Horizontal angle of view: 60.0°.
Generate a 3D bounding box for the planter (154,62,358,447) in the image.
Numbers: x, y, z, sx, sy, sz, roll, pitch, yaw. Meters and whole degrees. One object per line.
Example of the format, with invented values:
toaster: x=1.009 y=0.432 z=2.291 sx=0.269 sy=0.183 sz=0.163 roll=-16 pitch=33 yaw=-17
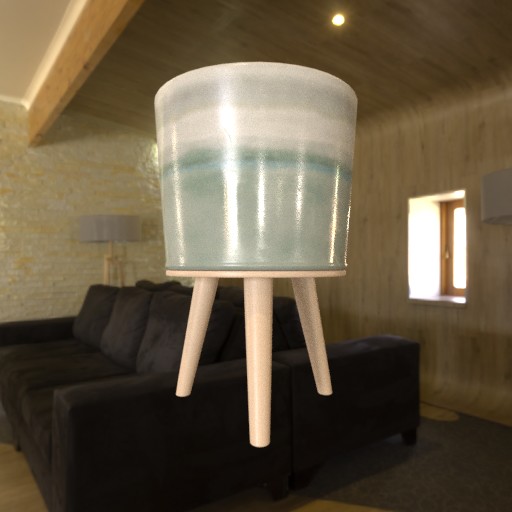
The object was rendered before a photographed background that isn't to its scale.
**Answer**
planter: x=0.000 y=0.000 z=0.589 sx=0.265 sy=0.404 sz=0.265 roll=0 pitch=-1 yaw=-19
